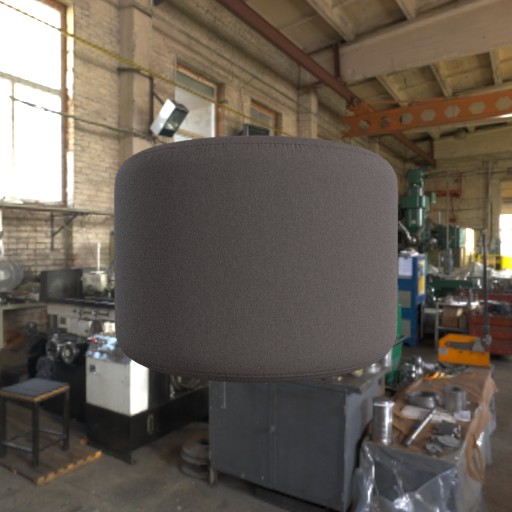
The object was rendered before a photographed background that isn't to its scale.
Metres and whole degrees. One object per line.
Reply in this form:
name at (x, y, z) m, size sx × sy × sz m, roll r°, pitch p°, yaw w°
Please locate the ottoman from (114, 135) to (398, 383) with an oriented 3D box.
ottoman at (0.000, 0.000, 0.999) m, size 0.608 × 0.433 × 0.608 m, roll 0°, pitch 1°, yaw 0°
